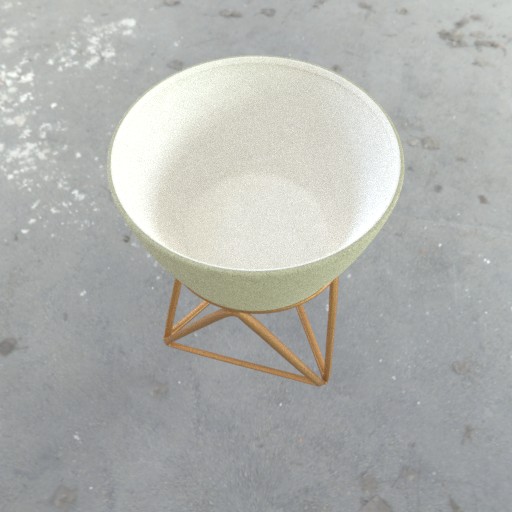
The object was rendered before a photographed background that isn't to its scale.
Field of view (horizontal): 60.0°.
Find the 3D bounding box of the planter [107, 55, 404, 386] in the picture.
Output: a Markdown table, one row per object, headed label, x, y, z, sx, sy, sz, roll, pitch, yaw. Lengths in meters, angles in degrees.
| label | x | y | z | sx | sy | sz | roll | pitch | yaw |
| --- | --- | --- | --- | --- | --- | --- | --- | --- | --- |
| planter | 0.000 | 0.000 | 0.741 | 0.350 | 0.504 | 0.350 | 12 | 60 | 7 |
